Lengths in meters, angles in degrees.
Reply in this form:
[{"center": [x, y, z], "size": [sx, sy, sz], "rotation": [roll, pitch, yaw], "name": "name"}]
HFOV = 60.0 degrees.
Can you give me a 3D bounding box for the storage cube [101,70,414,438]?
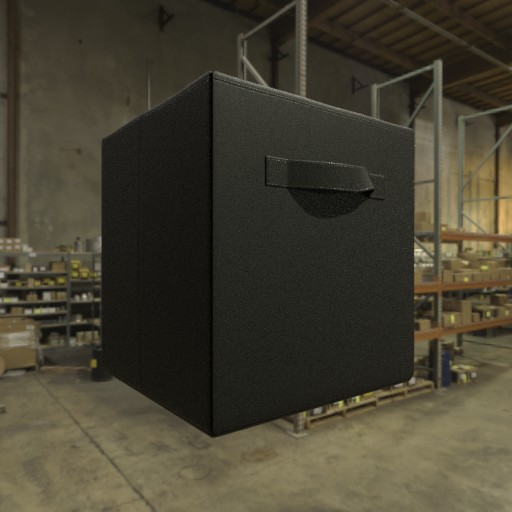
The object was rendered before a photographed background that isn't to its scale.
[{"center": [0.000, 0.000, 0.506], "size": [0.270, 0.280, 0.270], "rotation": [0, 0, -37], "name": "storage cube"}]
